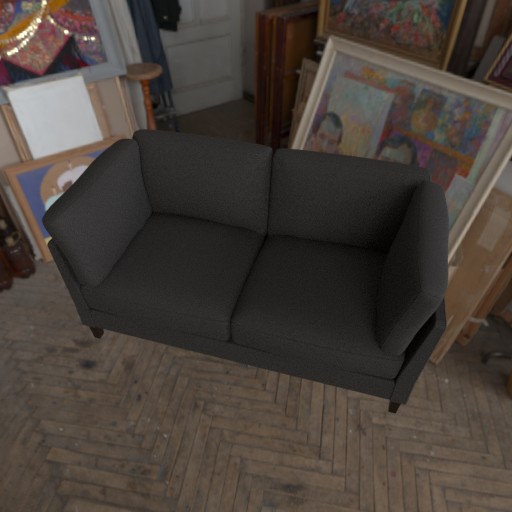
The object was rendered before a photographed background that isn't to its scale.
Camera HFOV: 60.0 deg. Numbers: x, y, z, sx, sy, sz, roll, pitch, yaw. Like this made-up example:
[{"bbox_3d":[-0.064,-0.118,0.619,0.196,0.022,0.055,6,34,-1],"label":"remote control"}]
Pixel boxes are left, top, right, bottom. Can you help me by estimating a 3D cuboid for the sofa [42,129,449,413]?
[{"bbox_3d":[0.000,0.000,2.310,1.751,0.920,0.969,11,42,12],"label":"sofa"}]
